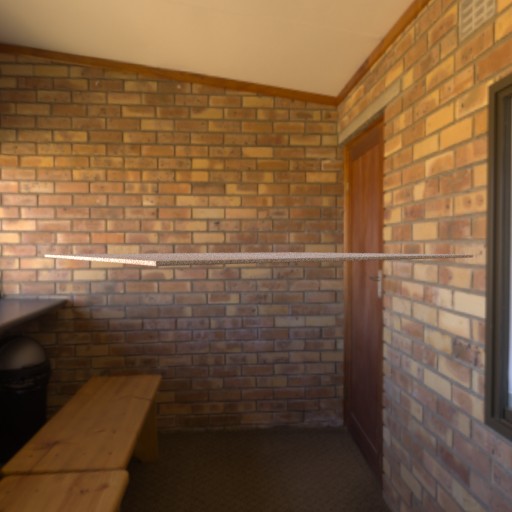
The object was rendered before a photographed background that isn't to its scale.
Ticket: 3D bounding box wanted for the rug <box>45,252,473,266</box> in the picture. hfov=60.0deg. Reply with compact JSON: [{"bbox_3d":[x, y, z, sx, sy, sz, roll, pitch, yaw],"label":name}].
[{"bbox_3d":[0.000,0.000,3.968,3.000,0.025,2.400,-1,1,-37],"label":"rug"}]
